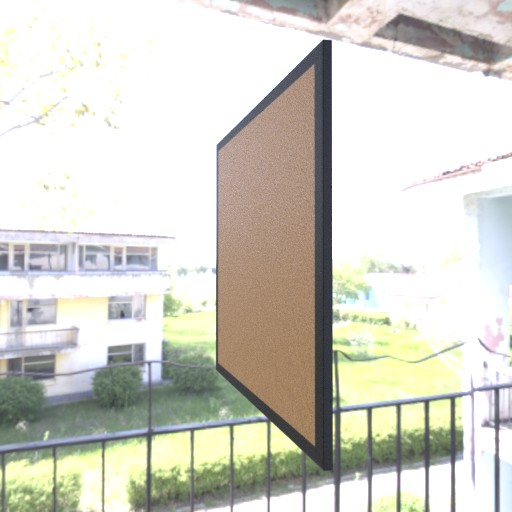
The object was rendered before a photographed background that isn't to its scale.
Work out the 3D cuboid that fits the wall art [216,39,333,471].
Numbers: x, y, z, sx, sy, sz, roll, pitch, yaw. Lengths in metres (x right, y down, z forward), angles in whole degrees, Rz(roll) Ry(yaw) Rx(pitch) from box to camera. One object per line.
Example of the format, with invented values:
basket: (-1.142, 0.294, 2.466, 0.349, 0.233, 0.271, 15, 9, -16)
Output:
wall art: (0.000, 0.000, 0.987, 0.016, 0.659, 0.663, 0, -1, -19)
